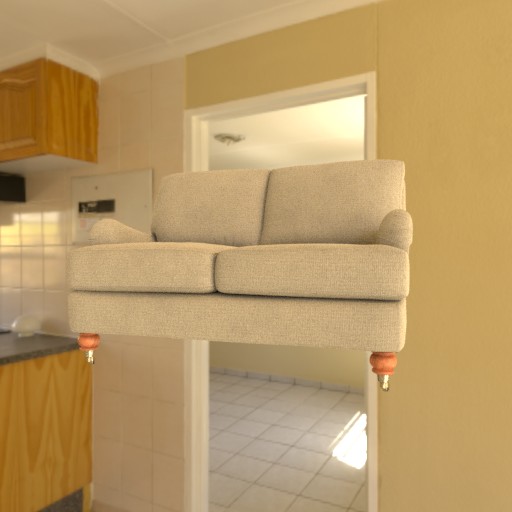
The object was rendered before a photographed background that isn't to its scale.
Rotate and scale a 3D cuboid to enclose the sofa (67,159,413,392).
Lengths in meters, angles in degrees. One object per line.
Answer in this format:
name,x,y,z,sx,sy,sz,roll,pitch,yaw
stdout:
sofa,0.000,0.000,2.223,1.480,0.999,1.087,0,0,18
